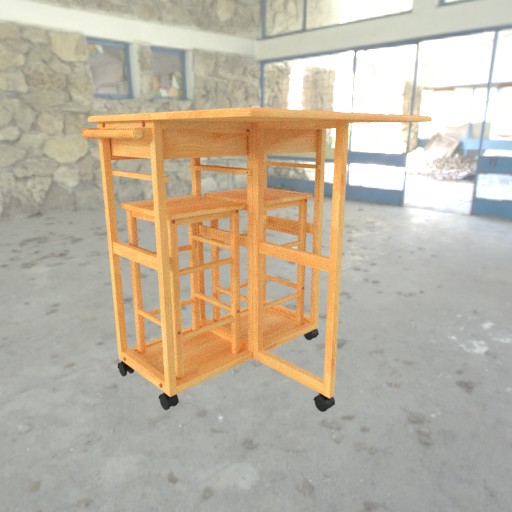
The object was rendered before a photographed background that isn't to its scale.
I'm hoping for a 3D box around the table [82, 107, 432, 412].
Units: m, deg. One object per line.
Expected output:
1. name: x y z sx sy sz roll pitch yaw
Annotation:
1. table: 0.000 0.000 1.380 0.752 0.832 0.693 -14 21 -42
